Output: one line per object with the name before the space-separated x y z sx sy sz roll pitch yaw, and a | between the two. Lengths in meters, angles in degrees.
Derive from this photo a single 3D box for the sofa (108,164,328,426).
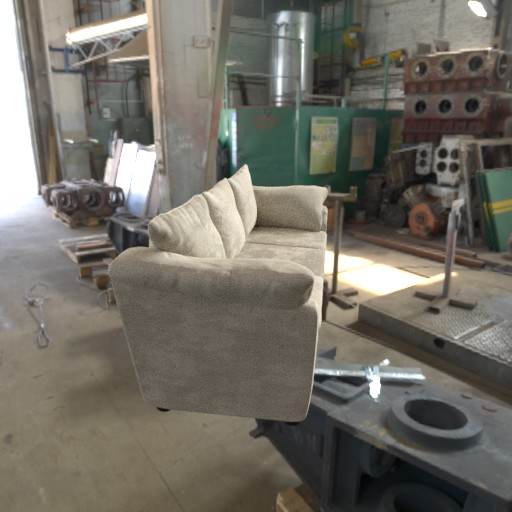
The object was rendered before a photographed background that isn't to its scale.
sofa | 0.000 0.000 2.878 0.893 0.981 2.377 3 17 9
